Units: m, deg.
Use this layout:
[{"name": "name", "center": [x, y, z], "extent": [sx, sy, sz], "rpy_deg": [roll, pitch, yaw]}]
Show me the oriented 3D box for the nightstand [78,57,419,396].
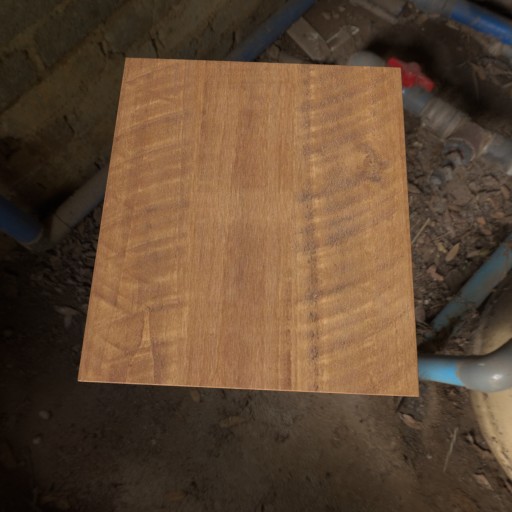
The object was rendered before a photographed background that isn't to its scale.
[{"name": "nightstand", "center": [0.000, 0.000, 0.861], "extent": [0.436, 0.491, 0.493], "rpy_deg": [2, 74, 1]}]
